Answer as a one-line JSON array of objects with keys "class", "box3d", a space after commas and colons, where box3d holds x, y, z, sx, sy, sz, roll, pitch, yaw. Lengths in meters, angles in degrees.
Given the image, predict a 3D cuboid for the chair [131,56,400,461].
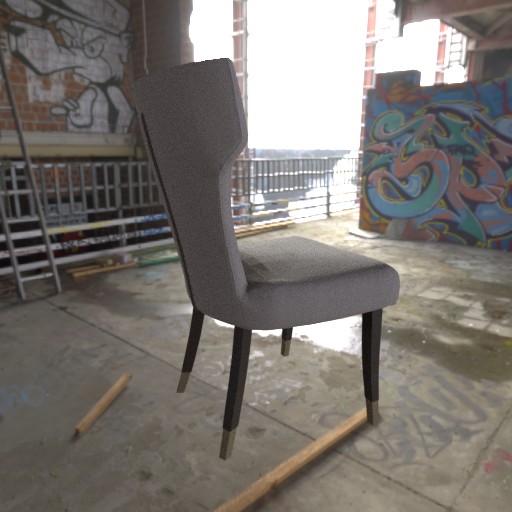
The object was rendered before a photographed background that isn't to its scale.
[{"class": "chair", "box3d": [0.000, 0.000, 1.269, 0.630, 0.950, 0.526, -7, 15, -27]}]
